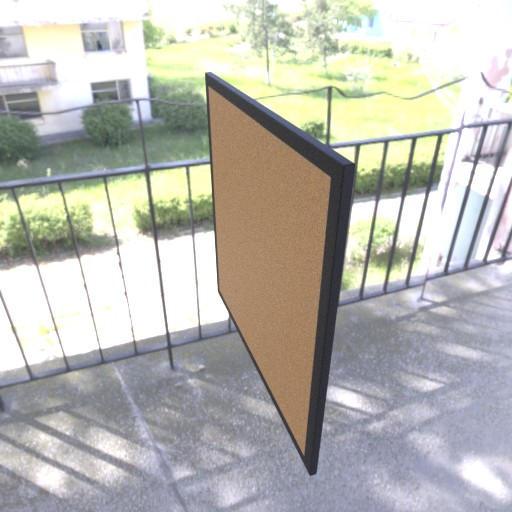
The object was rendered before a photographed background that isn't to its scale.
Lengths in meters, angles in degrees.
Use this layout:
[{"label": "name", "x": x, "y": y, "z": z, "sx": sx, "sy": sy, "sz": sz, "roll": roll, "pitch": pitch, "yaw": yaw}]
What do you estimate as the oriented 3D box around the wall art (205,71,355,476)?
[{"label": "wall art", "x": 0.000, "y": 0.000, "z": 0.982, "sx": 0.016, "sy": 0.659, "sz": 0.663, "roll": -11, "pitch": 34, "yaw": -17}]
